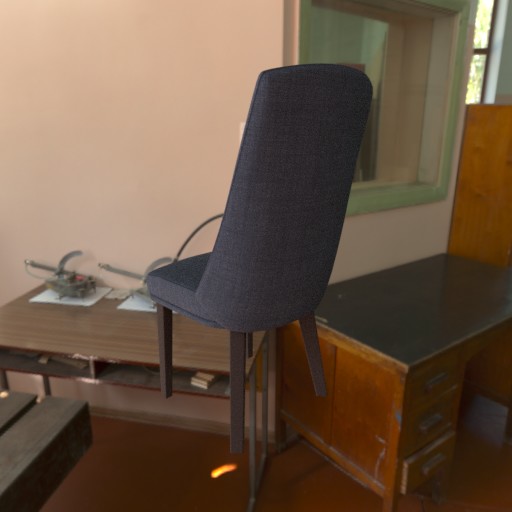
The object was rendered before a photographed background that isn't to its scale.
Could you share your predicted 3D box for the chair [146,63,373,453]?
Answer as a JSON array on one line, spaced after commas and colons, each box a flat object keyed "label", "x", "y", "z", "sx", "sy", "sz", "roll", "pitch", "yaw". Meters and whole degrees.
[{"label": "chair", "x": 0.000, "y": 0.000, "z": 1.376, "sx": 0.510, "sy": 1.050, "sz": 0.577, "roll": -16, "pitch": 22, "yaw": -42}]
